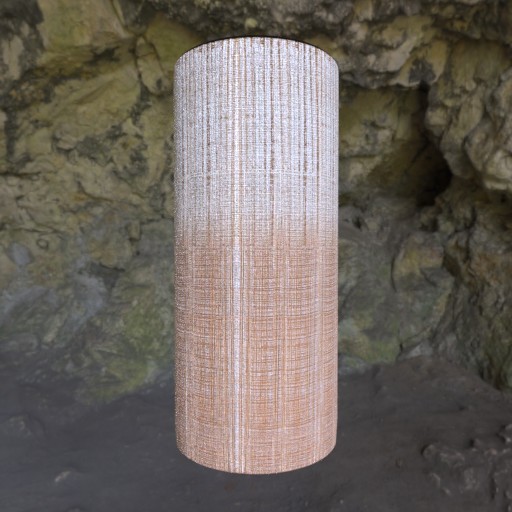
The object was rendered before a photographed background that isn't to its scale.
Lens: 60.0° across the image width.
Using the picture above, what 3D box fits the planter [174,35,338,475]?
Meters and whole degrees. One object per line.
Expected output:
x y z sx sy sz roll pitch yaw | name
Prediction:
0.000 0.000 0.275 0.100 0.227 0.100 1 1 37 | planter
